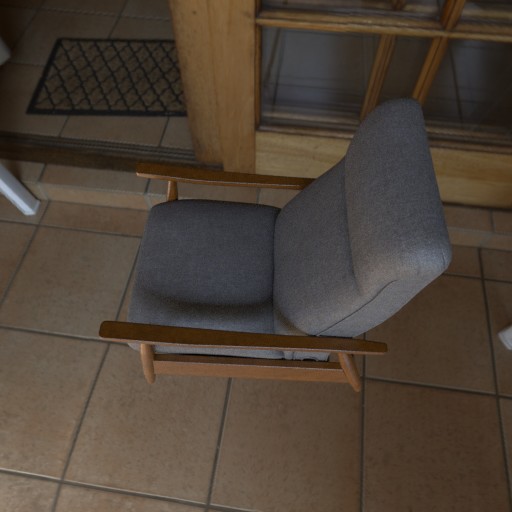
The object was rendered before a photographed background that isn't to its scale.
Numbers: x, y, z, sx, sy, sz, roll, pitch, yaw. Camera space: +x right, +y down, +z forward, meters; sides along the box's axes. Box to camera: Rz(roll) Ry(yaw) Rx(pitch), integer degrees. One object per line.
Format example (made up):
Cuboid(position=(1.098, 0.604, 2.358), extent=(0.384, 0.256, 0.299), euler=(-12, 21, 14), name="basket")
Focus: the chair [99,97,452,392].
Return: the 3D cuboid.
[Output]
Cuboid(position=(0.000, 0.000, 1.708), extent=(1.014, 1.081, 0.762), euler=(2, 60, 1), name="chair")
